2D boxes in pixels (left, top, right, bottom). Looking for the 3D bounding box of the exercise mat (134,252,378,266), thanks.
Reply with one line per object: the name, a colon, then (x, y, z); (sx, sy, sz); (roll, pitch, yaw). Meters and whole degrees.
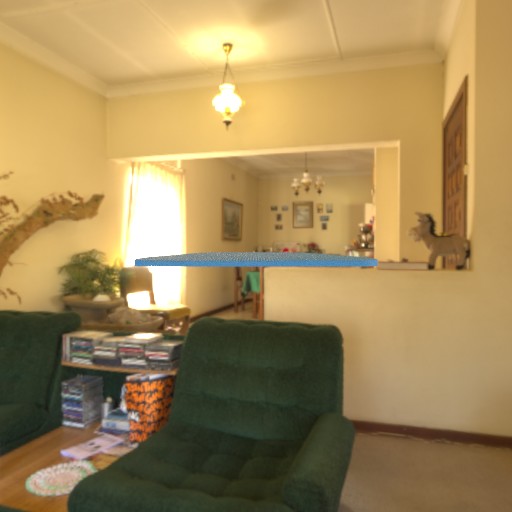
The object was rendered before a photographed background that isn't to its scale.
exercise mat: (0.000, 0.000, 1.995); (0.616, 0.021, 1.869); (0, 1, 0)
